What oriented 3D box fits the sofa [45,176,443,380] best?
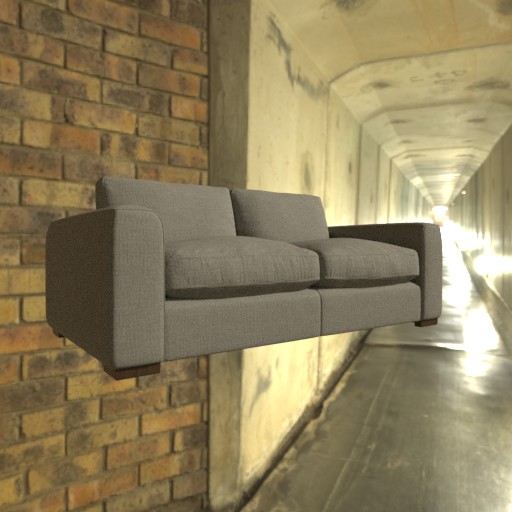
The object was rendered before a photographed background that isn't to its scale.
[{"bbox_3d":[0.000,0.000,2.399,1.920,0.800,1.069,-1,1,-36],"label":"sofa"}]
